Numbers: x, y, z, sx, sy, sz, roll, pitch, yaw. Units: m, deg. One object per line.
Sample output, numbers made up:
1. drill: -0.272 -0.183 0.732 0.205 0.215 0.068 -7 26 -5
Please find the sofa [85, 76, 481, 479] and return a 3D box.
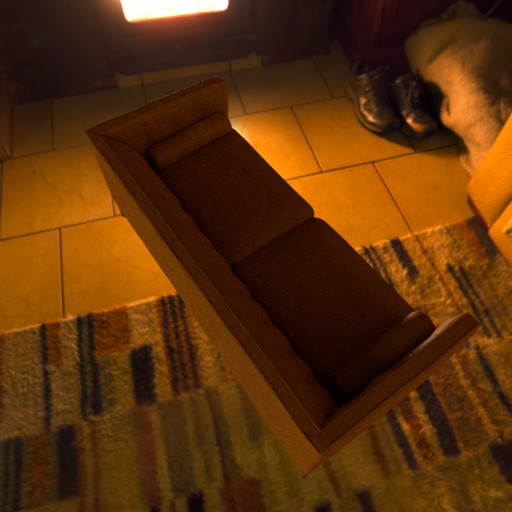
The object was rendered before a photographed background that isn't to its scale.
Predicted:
1. sofa: 0.000 0.000 2.485 0.912 0.798 2.079 -31 63 -18
